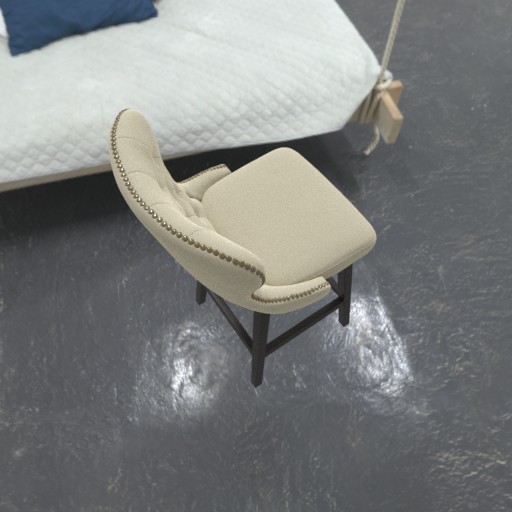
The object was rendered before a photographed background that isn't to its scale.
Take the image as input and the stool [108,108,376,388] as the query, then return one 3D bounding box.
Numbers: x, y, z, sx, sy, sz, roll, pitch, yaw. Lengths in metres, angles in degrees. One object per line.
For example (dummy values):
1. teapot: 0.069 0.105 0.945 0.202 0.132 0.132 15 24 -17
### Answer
1. stool: 0.000 0.000 1.325 0.593 0.971 0.528 -30 63 -17
